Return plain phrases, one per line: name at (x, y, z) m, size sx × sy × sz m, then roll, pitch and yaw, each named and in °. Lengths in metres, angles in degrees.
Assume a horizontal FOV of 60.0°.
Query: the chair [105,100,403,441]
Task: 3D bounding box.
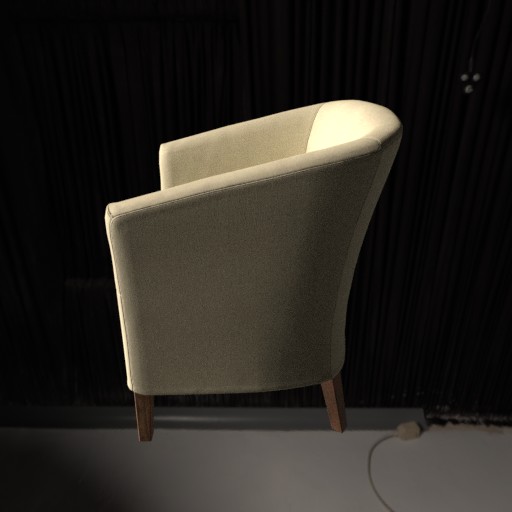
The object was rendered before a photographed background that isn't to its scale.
chair at (0.000, 0.000, 1.277) m, size 0.657 × 0.822 × 0.643 m, roll 0°, pitch 26°, yaw 0°
